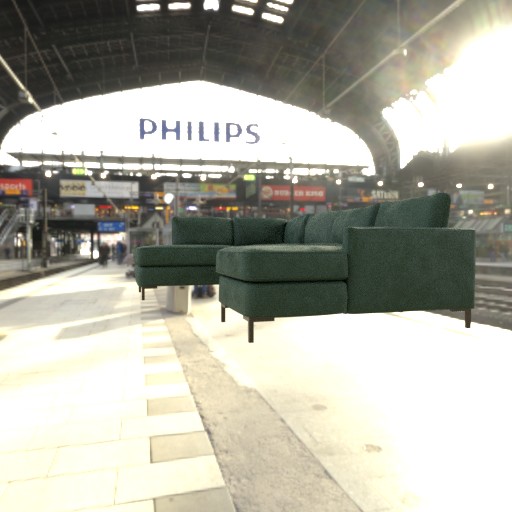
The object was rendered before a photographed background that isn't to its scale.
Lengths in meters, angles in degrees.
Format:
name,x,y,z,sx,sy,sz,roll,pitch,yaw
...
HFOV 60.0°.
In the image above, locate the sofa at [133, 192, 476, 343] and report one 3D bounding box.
name,x,y,z,sx,sy,sz,roll,pitch,yaw
sofa,0.000,0.000,3.849,1.992,0.861,2.994,0,1,-17
